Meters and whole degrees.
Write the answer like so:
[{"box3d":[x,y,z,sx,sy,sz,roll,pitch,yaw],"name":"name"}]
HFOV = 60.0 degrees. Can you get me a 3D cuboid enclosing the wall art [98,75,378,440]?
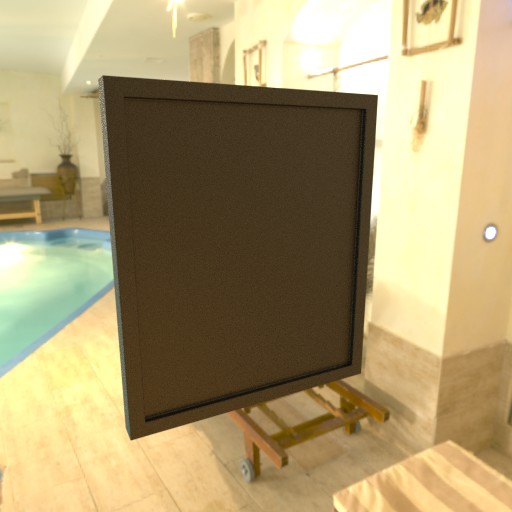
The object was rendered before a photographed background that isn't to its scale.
[{"box3d":[0.000,0.000,0.533,0.328,0.381,0.028,-7,15,-27],"name":"wall art"}]
